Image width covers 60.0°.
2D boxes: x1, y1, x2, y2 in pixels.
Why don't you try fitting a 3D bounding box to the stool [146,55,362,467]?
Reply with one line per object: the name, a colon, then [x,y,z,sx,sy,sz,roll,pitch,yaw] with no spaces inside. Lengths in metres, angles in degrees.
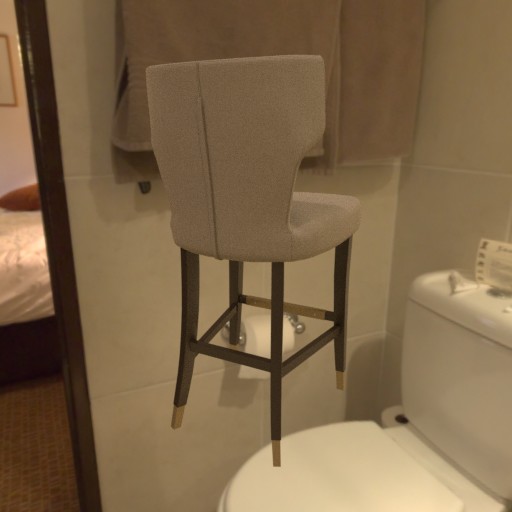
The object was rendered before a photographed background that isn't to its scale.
stool: [0.000,0.000,1.391,0.526,1.092,0.563,8,18,26]
